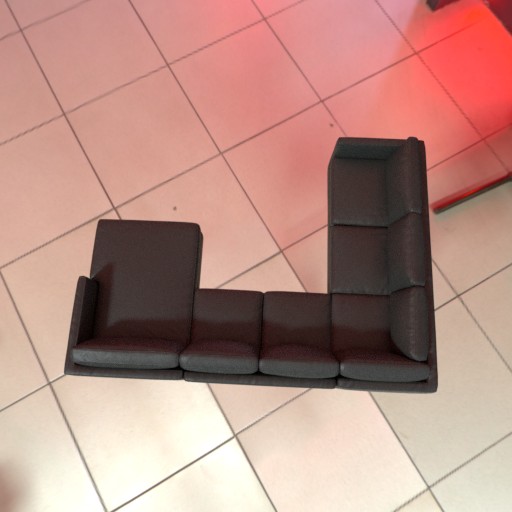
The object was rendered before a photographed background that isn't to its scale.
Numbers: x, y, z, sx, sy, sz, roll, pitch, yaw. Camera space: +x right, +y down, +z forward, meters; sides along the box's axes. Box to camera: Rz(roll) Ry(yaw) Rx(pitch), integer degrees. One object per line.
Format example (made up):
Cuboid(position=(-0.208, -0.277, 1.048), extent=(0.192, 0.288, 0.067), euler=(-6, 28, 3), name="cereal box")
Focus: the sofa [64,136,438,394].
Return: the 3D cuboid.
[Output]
Cuboid(position=(0.000, 0.000, 4.617), extent=(3.460, 0.923, 2.593), euler=(3, 75, 1), name="sofa")
